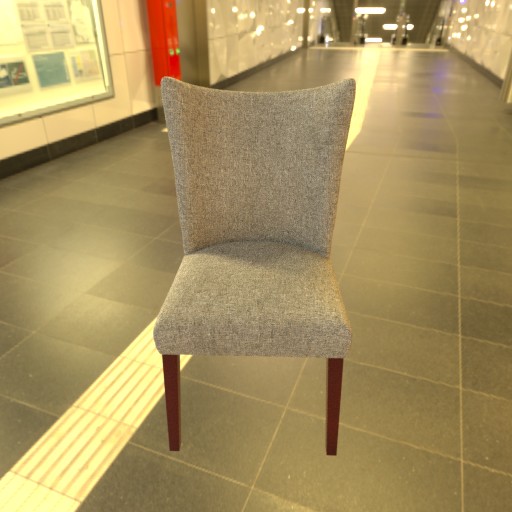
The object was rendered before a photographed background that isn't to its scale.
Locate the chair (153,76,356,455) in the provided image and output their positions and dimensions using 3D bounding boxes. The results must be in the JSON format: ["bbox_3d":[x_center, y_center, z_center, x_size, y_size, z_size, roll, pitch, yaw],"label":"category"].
[{"bbox_3d":[0.000,0.000,1.283,0.535,0.924,0.623,1,29,2],"label":"chair"}]
